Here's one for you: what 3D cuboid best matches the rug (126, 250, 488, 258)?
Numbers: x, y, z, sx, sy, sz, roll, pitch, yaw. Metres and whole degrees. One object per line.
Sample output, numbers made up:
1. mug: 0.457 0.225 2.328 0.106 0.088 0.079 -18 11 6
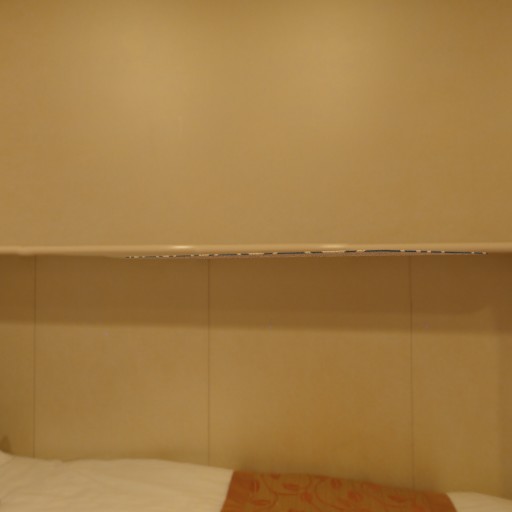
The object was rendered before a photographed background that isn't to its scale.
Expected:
1. rug: 0.000 0.000 2.553 0.685 0.006 2.296 1 -1 -37
